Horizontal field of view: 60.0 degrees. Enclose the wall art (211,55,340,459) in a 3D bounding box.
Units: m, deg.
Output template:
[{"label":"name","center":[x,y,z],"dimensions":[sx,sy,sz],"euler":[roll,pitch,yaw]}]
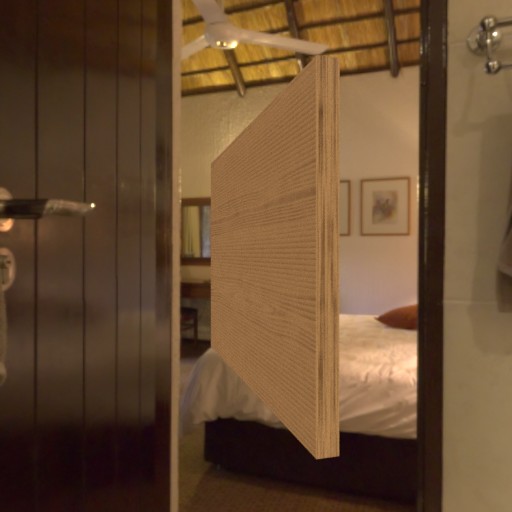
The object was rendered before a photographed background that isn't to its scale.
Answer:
[{"label":"wall art","center":[0.000,0.000,1.080],"dimensions":[0.063,0.609,0.841],"euler":[0,0,-17]}]
